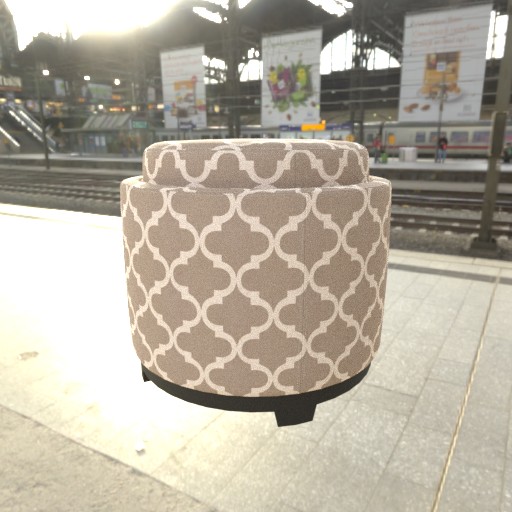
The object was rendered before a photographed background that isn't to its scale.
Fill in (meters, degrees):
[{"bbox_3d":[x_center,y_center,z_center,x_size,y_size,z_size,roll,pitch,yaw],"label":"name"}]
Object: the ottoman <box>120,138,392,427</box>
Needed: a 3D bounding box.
[{"bbox_3d":[0.000,0.000,0.839,0.480,0.429,0.480,0,14,0],"label":"ottoman"}]
